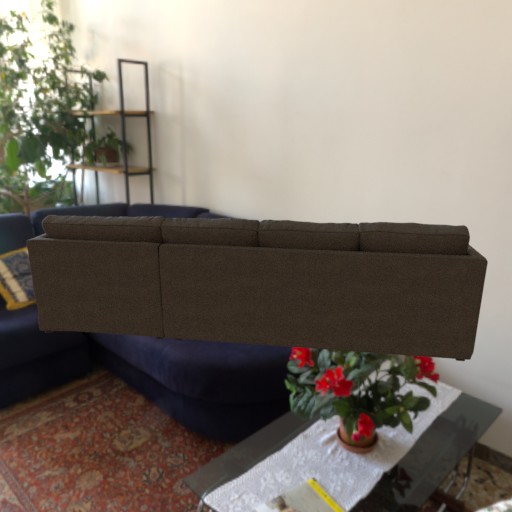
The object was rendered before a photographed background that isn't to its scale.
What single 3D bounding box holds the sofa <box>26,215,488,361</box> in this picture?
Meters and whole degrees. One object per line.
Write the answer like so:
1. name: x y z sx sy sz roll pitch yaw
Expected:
1. sofa: 0.000 0.000 3.845 3.205 0.922 1.650 2 17 8
